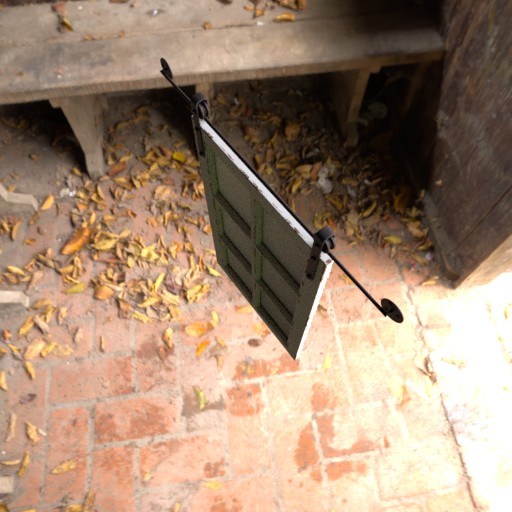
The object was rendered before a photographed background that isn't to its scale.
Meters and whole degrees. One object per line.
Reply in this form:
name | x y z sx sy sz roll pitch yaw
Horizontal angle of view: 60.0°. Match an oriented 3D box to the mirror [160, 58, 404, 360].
mirror | 0.000 0.000 1.242 0.037 0.844 0.808 -34 68 -16
